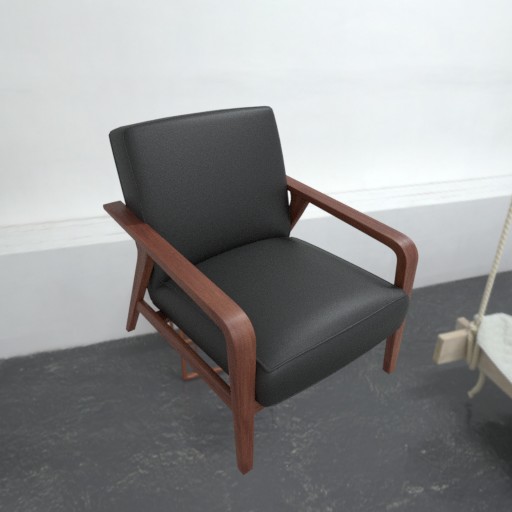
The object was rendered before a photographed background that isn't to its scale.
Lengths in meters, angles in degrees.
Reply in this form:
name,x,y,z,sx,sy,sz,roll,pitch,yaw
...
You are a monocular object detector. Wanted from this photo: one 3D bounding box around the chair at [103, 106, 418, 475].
name,x,y,z,sx,sy,sz,roll,pitch,yaw
chair,0.000,0.000,1.510,0.719,0.861,0.889,-21,35,-32
